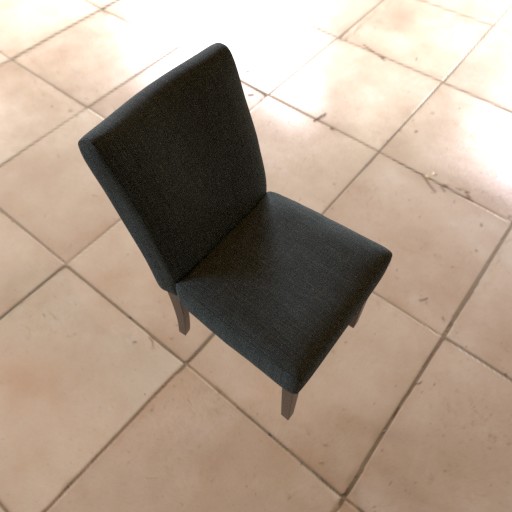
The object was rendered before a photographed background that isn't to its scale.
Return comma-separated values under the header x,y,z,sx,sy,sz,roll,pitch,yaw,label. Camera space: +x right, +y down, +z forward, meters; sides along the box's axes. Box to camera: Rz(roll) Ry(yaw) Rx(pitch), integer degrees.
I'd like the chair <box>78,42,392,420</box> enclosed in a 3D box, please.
x,y,z,sx,sy,sz,roll,pitch,yaw,label
0.000,0.000,1.263,0.629,0.884,0.487,33,64,19,chair
